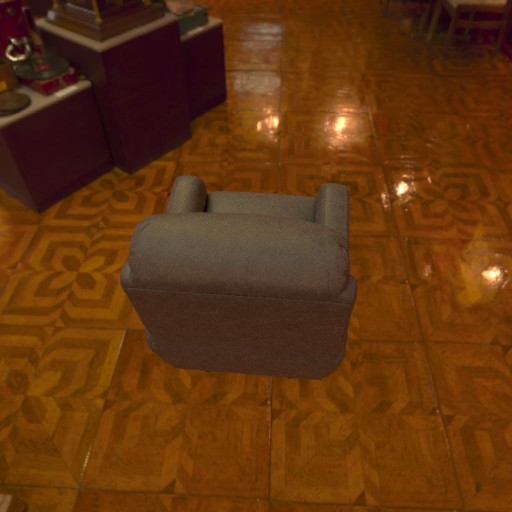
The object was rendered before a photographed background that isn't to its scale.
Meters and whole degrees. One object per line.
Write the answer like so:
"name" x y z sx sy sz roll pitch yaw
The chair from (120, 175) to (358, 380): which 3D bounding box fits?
"chair" 0.000 0.000 1.882 0.865 1.067 1.067 4 47 4
